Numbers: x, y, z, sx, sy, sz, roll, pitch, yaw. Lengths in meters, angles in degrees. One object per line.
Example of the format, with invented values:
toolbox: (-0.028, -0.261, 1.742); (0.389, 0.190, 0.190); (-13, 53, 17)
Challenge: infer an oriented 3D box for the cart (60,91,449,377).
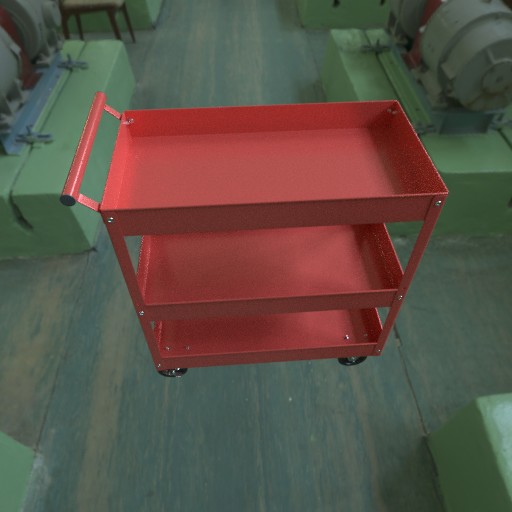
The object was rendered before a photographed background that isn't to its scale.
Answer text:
cart: (0.000, 0.000, 1.200); (0.719, 0.780, 0.366); (-3, 48, -3)
